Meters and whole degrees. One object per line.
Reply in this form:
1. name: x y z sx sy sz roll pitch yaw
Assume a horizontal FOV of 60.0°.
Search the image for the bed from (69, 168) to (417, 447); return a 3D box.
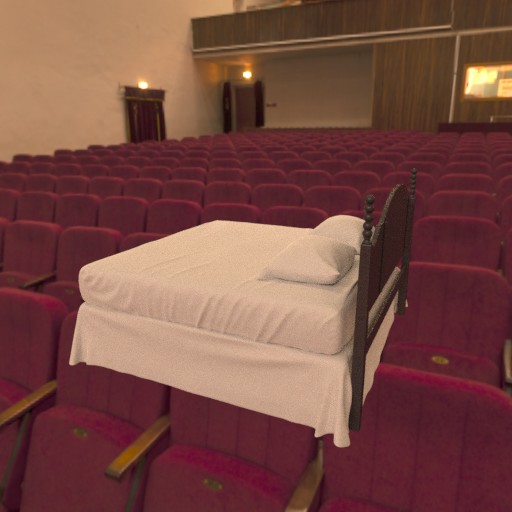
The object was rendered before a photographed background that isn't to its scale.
1. bed: 0.000 0.000 3.634 2.219 1.355 2.322 7 17 24
